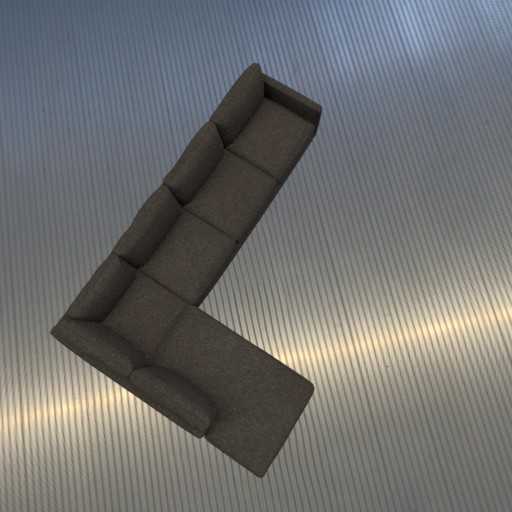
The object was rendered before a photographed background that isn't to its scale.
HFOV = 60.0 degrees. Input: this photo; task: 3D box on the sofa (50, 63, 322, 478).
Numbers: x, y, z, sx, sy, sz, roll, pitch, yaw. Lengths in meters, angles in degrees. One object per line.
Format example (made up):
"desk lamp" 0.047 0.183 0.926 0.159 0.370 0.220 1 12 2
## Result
"sofa" 0.000 0.000 3.819 2.007 0.815 2.949 32 78 8
